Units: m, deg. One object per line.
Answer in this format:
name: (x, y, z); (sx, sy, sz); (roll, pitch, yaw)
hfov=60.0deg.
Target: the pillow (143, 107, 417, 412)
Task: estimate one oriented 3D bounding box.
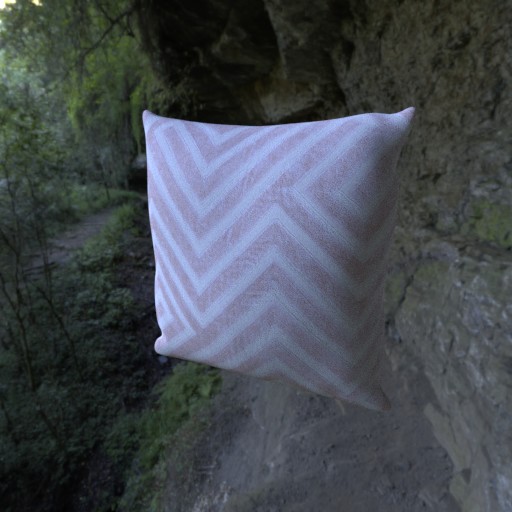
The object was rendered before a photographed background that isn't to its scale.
pillow: (0.000, 0.000, 0.688); (0.440, 0.441, 0.182); (8, 17, 26)
